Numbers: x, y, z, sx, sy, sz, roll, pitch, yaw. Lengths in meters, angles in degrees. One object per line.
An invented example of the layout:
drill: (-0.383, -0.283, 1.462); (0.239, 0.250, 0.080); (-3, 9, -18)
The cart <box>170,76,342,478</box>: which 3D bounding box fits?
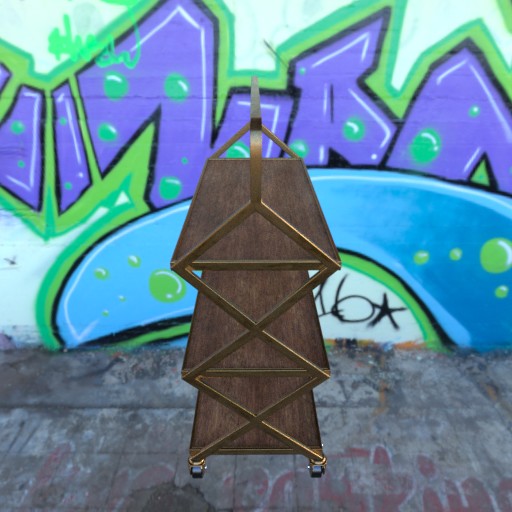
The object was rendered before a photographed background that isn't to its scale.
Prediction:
cart: (0.000, 0.000, 1.139); (0.313, 0.805, 0.723); (0, 27, 0)
